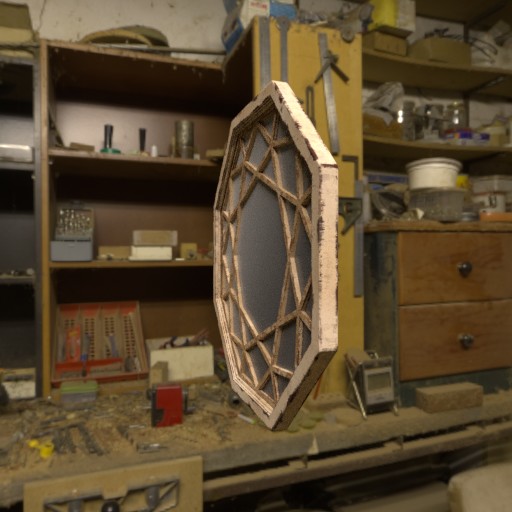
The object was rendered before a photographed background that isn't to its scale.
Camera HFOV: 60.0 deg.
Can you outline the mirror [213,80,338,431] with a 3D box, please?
[{"bbox_3d":[0.000,0.000,0.947,0.031,0.648,0.648,0,1,-19],"label":"mirror"}]
